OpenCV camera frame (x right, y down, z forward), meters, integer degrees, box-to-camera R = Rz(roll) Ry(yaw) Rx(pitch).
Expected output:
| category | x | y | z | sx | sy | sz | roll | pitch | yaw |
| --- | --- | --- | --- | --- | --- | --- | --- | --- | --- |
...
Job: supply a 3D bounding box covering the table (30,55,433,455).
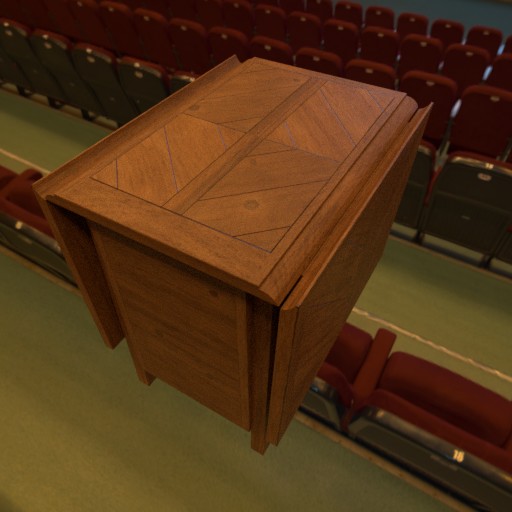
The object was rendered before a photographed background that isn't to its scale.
| category | x | y | z | sx | sy | sz | roll | pitch | yaw |
| --- | --- | --- | --- | --- | --- | --- | --- | --- | --- |
| table | 0.000 | 0.000 | 1.258 | 0.591 | 0.763 | 0.746 | 23 | 50 | 21 |
